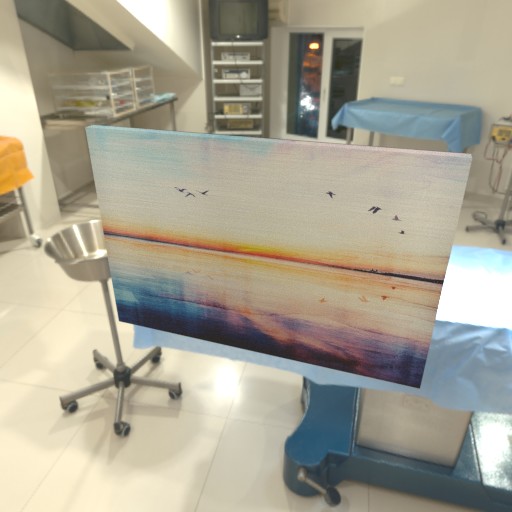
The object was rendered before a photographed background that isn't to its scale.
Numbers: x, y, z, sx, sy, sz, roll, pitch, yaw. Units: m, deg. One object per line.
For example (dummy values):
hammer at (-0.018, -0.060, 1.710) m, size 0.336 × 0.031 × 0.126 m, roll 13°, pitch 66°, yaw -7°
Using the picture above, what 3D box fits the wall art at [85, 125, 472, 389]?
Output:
wall art at (0.000, 0.000, 1.155) m, size 0.911 × 0.605 × 0.037 m, roll 9°, pitch 29°, yaw 17°
